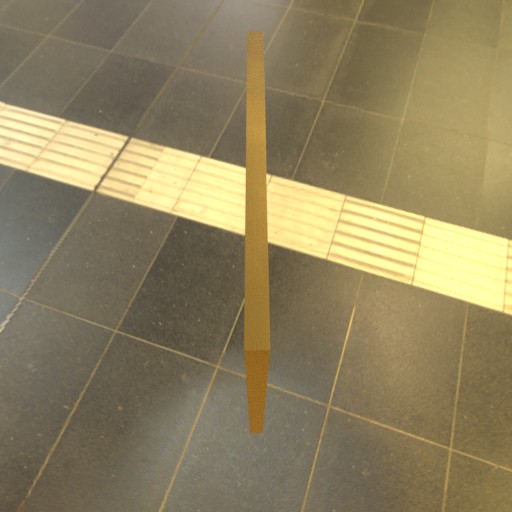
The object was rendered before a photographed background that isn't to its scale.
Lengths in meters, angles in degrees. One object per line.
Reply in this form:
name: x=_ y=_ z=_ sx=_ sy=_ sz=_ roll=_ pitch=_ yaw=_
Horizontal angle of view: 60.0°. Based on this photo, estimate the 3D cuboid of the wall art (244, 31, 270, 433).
wall art: x=0.000 y=0.000 z=1.165 sx=0.038 sy=0.762 sz=0.762 roll=0 pitch=60 yaw=0
